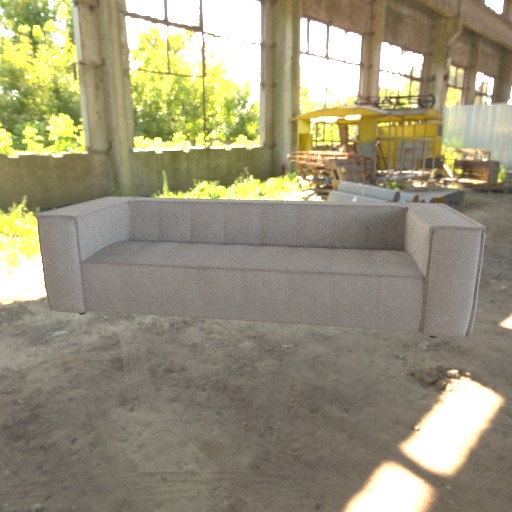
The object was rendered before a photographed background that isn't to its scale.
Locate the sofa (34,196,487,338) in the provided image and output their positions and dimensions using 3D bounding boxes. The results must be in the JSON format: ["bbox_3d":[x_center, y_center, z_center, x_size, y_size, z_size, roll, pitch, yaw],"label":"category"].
[{"bbox_3d":[0.000,0.000,3.098,2.697,0.680,1.038,2,15,9],"label":"sofa"}]
